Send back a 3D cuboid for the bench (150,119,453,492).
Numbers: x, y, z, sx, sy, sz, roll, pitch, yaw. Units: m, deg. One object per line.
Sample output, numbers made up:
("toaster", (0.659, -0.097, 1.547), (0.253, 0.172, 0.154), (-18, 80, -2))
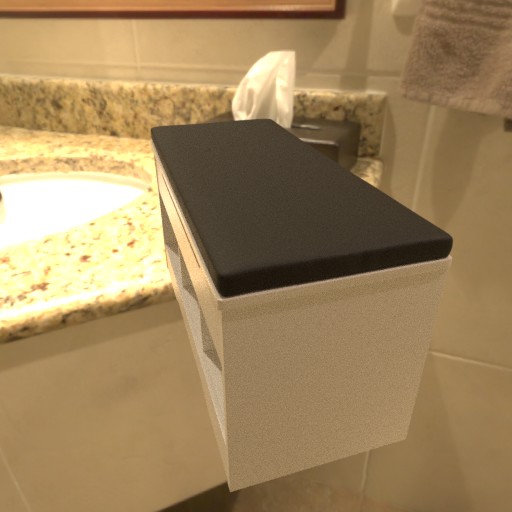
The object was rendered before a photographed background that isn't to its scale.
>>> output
("bench", (0.000, 0.000, 1.154), (0.401, 0.500, 0.899), (-9, 31, -15))
